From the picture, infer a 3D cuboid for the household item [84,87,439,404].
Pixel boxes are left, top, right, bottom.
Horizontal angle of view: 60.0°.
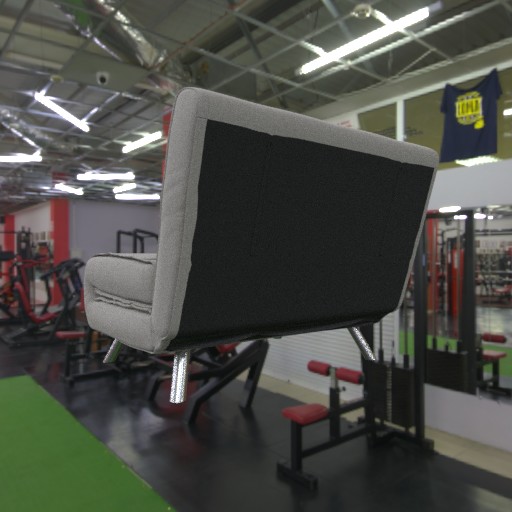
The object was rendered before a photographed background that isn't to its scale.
[{"bbox_3d":[0.000,0.000,1.622,1.000,0.800,0.874,0,0,-37],"label":"household item"}]
